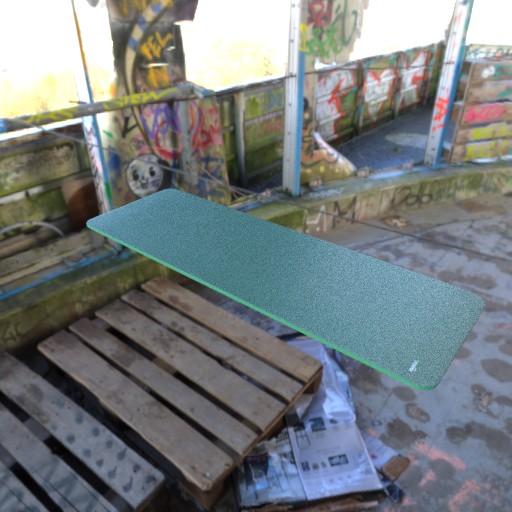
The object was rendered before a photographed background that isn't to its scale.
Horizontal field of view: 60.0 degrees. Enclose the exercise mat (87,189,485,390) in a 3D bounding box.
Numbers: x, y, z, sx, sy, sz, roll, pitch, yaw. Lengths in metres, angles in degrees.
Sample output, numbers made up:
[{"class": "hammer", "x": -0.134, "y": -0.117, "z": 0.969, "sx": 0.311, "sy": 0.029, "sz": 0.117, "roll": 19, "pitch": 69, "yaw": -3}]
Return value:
[{"class": "exercise mat", "x": 0.000, "y": 0.000, "z": 2.051, "sx": 1.869, "sy": 0.021, "sz": 0.616, "roll": 22, "pitch": 37, "yaw": 32}]
